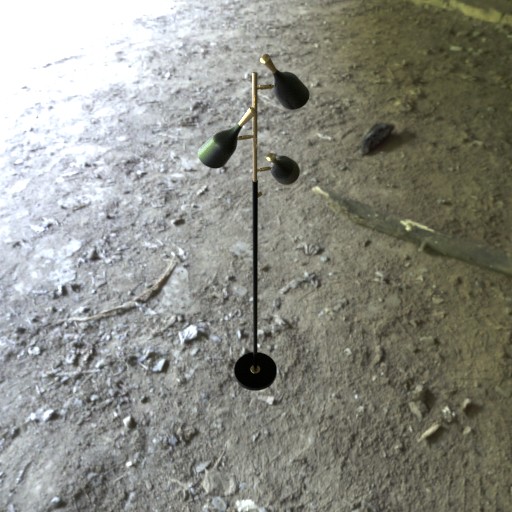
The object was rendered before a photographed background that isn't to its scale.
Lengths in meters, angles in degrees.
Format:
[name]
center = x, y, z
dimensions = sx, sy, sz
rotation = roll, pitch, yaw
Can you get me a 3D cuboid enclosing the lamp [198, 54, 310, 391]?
[lamp]
center = 0.000, 0.000, 2.027
dimensions = 0.434, 1.778, 0.253
rotation = -12, 42, -14
